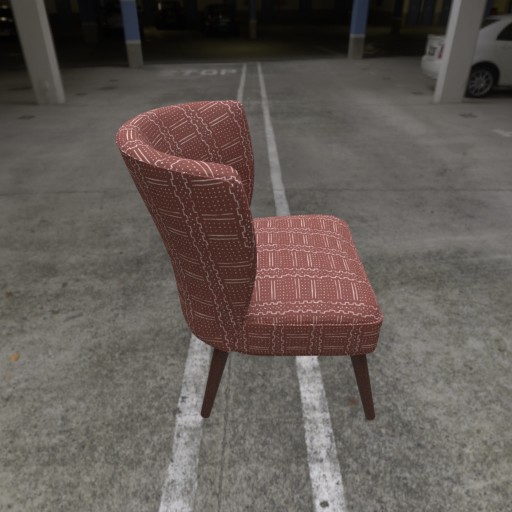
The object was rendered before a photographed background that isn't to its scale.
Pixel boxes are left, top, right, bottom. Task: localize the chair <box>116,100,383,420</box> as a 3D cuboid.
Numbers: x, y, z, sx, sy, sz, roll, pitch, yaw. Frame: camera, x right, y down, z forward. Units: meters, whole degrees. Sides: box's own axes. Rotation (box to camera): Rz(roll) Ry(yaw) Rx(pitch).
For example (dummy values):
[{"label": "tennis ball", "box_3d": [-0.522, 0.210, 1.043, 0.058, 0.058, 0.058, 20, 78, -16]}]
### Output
[{"label": "chair", "box_3d": [0.000, 0.000, 1.449, 0.758, 0.866, 0.706, 0, 32, -1]}]
